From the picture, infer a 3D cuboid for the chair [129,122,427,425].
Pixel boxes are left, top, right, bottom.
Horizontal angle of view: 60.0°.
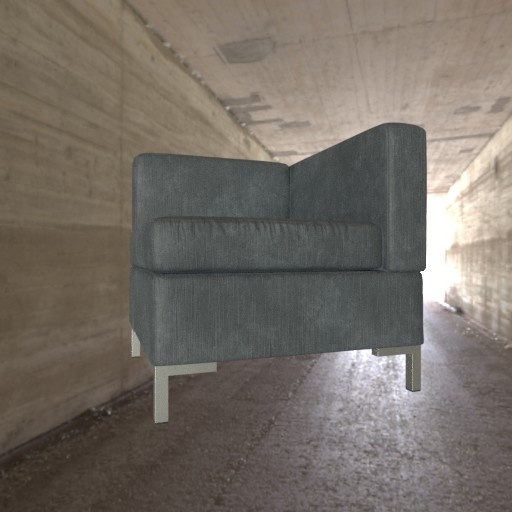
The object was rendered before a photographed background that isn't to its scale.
[{"bbox_3d":[0.000,0.000,1.260,0.680,0.660,0.680,0,0,-20],"label":"chair"}]
